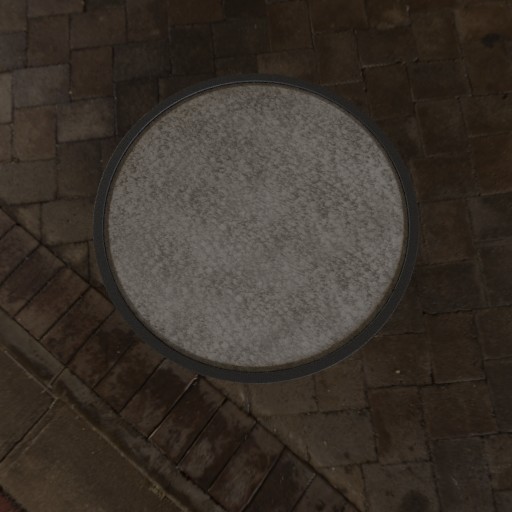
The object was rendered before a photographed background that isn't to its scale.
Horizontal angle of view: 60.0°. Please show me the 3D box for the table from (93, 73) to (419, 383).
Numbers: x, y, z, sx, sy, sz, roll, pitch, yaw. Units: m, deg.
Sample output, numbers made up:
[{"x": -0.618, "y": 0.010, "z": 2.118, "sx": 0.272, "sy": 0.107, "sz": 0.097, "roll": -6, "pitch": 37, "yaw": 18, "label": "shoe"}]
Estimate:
[{"x": 0.000, "y": 0.000, "z": 0.881, "sx": 0.470, "sy": 0.498, "sz": 0.470, "roll": 0, "pitch": 76, "yaw": 0, "label": "table"}]
